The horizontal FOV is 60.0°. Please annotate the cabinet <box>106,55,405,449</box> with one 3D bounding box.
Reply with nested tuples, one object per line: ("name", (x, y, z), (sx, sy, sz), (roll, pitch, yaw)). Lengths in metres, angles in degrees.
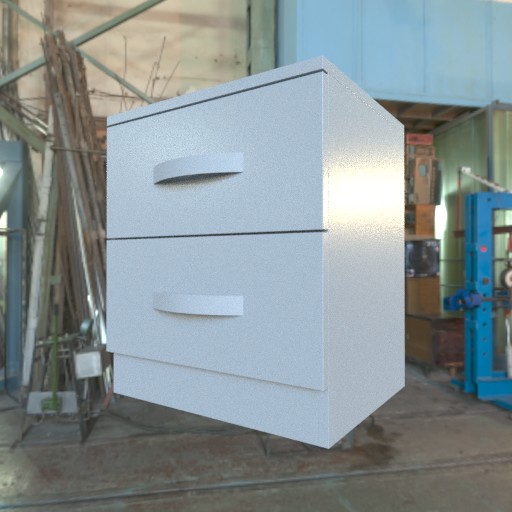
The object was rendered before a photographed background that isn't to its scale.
("cabinet", (0.000, 0.000, 0.760), (0.400, 0.470, 0.360), (0, -1, 34))
